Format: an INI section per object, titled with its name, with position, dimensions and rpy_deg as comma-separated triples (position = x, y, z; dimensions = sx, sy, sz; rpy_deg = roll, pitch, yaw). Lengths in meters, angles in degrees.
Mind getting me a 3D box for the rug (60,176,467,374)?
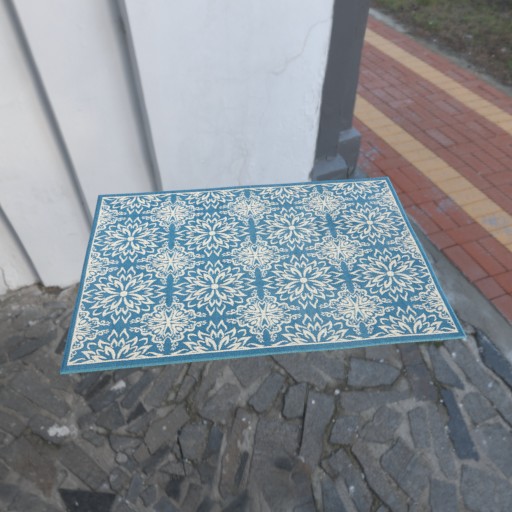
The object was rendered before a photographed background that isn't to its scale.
[rug]
position = 0.000, 0.000, 3.608
dimensions = 2.769, 0.018, 1.830
rpy_deg = -4, 48, -4
